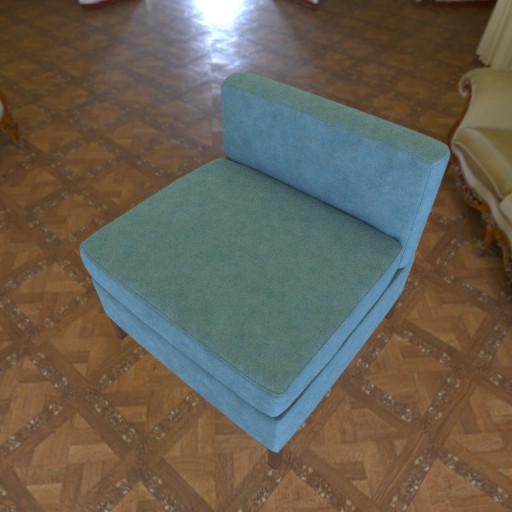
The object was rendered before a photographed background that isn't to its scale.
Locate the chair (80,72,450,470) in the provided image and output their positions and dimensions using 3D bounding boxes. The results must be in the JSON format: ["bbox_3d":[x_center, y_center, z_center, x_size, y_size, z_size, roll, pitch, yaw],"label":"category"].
[{"bbox_3d":[0.000,0.000,1.222,0.684,0.660,0.685,31,53,26],"label":"chair"}]
